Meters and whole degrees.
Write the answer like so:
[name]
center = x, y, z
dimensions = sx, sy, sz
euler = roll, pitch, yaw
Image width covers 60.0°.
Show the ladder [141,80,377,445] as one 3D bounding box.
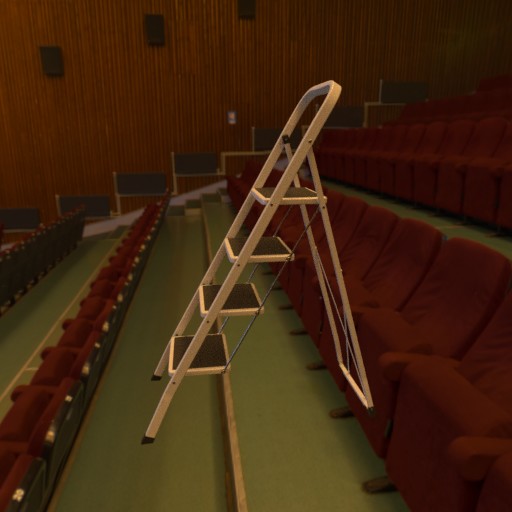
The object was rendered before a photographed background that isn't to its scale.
[ladder]
center = 0.000, 0.000, 1.728
dimensions = 0.914, 1.265, 0.460
euler = -2, 16, -8
